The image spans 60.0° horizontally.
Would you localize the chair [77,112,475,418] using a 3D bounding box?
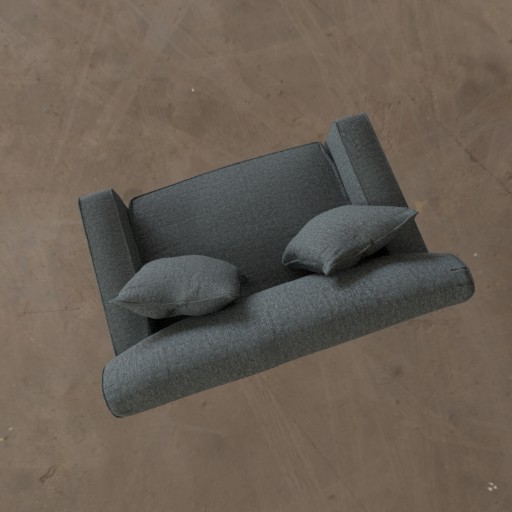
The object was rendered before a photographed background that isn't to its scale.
[{"bbox_3d":[0.000,0.000,2.050,1.383,0.948,1.000,-18,76,-5],"label":"chair"}]
